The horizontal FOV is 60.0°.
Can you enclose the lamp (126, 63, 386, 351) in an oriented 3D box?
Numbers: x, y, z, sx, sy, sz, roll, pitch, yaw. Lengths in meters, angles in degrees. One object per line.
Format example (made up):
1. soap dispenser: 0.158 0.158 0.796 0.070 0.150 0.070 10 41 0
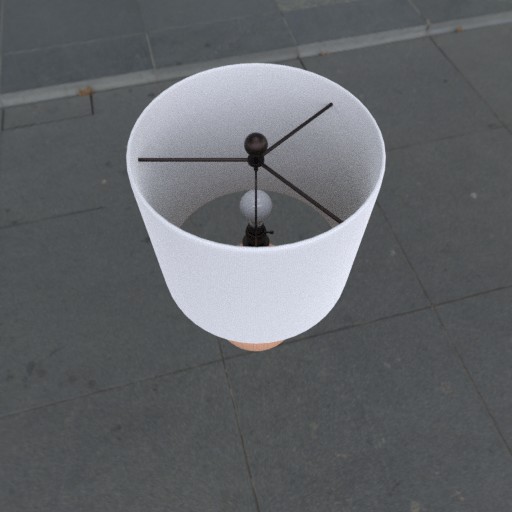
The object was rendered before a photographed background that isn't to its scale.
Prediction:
1. lamp: 0.000 0.000 0.796 0.329 0.570 0.329 0 58 0
